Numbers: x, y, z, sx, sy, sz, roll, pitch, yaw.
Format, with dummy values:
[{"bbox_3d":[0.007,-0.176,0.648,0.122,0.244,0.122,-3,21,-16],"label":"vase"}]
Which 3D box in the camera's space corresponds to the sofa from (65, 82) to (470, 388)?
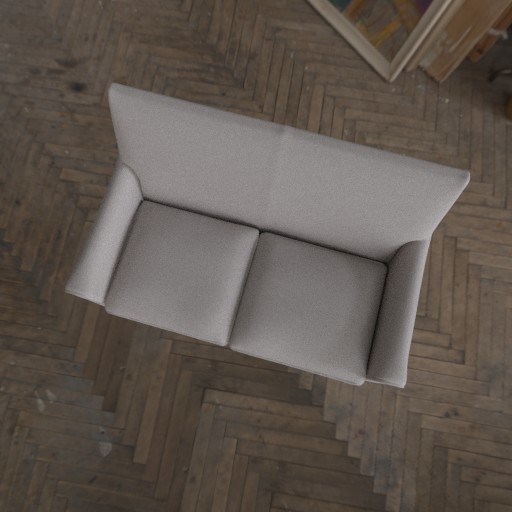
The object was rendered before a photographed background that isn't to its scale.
[{"bbox_3d":[0.000,0.000,2.076,1.482,0.890,0.888,15,77,4],"label":"sofa"}]
